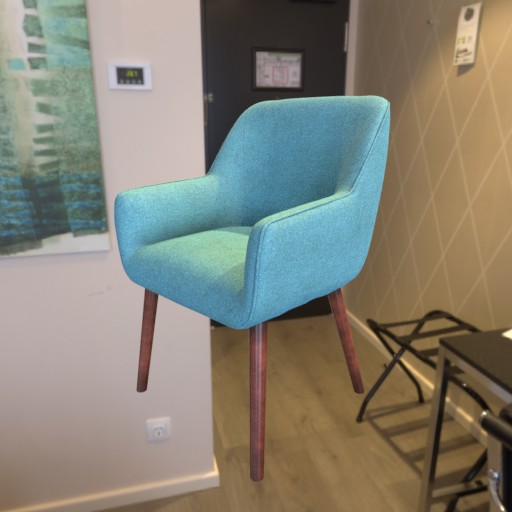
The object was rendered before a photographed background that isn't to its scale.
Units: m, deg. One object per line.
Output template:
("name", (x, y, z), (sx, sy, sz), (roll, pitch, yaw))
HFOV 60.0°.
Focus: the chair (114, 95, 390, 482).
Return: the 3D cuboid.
("chair", (0.000, 0.000, 1.163), (0.543, 0.803, 0.519), (16, 23, 43))
